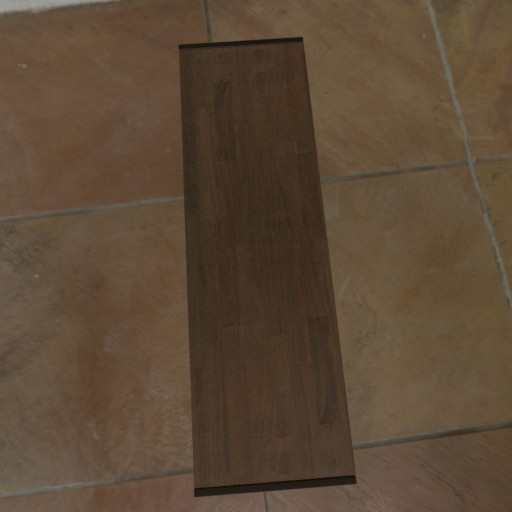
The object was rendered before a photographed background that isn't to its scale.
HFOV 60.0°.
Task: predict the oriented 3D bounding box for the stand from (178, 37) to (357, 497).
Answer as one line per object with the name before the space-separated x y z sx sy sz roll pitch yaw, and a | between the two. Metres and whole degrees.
stand | 0.000 0.000 1.655 0.454 0.506 1.480 -4 75 -1
